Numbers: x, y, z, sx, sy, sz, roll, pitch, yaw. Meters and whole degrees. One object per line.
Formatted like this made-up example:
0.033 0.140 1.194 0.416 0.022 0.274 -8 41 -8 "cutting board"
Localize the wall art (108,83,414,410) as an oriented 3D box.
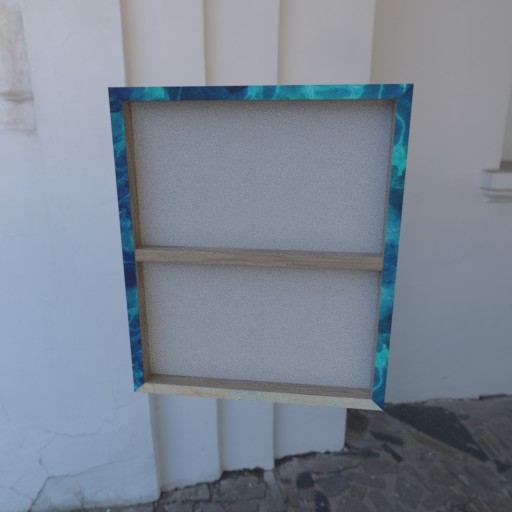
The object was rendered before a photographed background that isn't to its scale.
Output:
0.000 0.000 0.709 0.432 0.508 0.038 2 16 7 "wall art"
